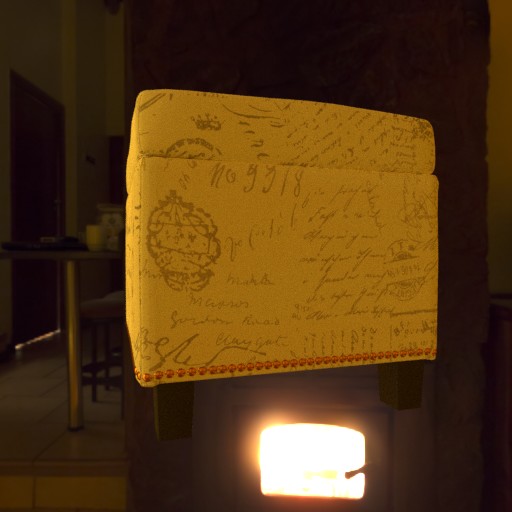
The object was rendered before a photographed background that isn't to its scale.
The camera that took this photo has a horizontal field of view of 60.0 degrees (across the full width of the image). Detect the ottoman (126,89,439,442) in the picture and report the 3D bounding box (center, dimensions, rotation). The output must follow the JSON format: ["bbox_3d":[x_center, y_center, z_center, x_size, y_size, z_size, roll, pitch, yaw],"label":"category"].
[{"bbox_3d":[0.000,0.000,0.809,0.449,0.457,0.450,0,0,-18],"label":"ottoman"}]
